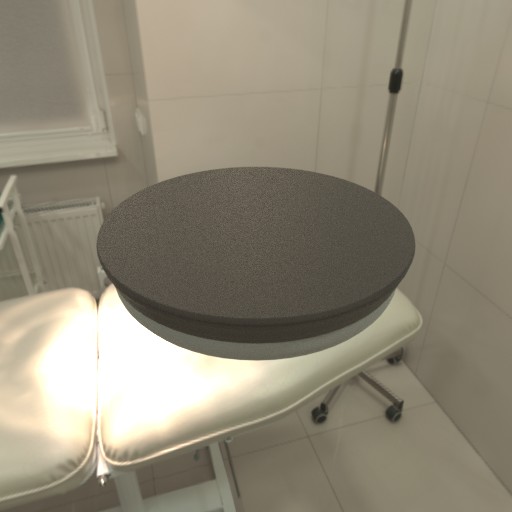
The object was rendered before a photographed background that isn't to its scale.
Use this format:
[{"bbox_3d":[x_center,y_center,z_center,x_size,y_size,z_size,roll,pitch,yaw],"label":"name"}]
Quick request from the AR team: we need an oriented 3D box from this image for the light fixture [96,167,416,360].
[{"bbox_3d":[0.000,0.000,0.559,0.368,0.100,0.368,0,32,0],"label":"light fixture"}]
